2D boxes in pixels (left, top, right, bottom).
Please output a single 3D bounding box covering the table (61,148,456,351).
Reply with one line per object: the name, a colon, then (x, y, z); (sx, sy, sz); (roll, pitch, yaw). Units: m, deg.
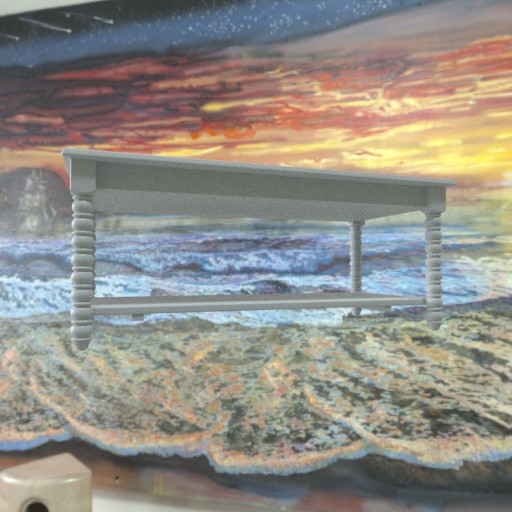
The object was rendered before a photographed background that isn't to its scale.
table: (0.000, 0.000, 1.498); (1.171, 0.487, 0.580); (1, -2, -19)
